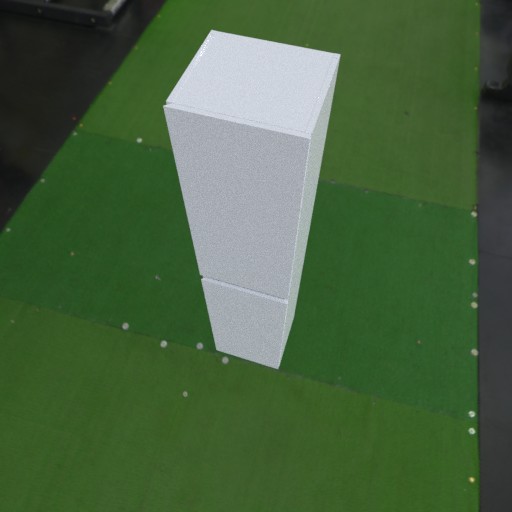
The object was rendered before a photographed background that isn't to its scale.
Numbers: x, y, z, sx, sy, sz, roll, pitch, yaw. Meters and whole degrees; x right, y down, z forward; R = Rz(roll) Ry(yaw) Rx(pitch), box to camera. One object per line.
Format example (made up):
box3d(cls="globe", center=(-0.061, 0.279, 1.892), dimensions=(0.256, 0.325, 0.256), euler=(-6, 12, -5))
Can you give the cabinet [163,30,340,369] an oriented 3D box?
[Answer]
box3d(cls="cabinet", center=(0.000, 0.000, 1.516), dimensions=(0.300, 1.400, 0.270), euler=(15, 59, 9))
